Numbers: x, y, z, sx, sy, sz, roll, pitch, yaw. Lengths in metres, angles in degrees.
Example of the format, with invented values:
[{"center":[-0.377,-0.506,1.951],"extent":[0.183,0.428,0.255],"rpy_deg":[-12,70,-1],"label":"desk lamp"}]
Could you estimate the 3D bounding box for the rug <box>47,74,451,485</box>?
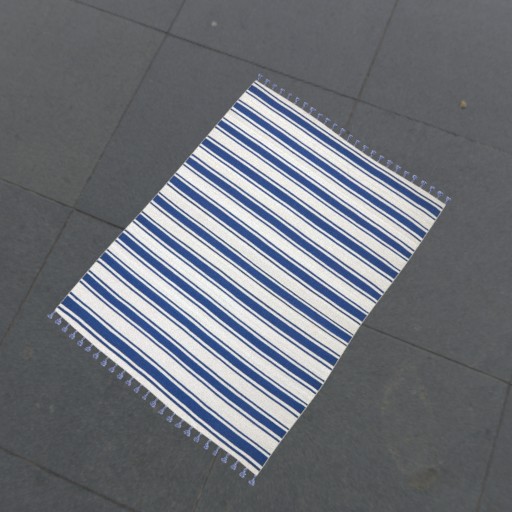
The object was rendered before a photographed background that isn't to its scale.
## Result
[{"center":[0.000,0.000,4.396],"extent":[2.471,0.016,3.416],"rpy_deg":[36,78,9],"label":"rug"}]
